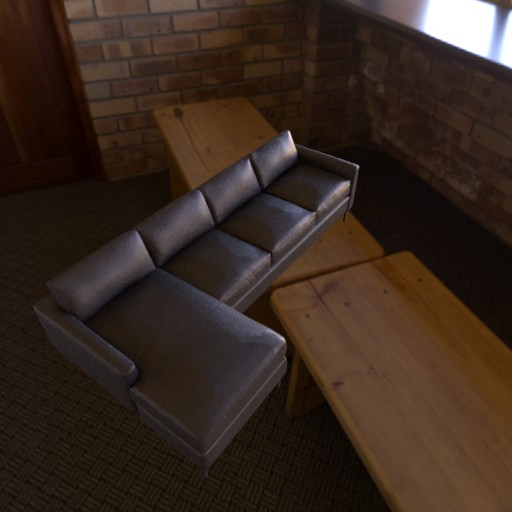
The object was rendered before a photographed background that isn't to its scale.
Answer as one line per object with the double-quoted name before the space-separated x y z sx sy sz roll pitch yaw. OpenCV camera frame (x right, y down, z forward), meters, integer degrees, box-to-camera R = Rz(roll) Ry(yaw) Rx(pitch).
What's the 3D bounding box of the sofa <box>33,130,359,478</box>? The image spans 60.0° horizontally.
"sofa" 0.000 0.000 3.626 1.471 0.859 2.993 26 47 27
